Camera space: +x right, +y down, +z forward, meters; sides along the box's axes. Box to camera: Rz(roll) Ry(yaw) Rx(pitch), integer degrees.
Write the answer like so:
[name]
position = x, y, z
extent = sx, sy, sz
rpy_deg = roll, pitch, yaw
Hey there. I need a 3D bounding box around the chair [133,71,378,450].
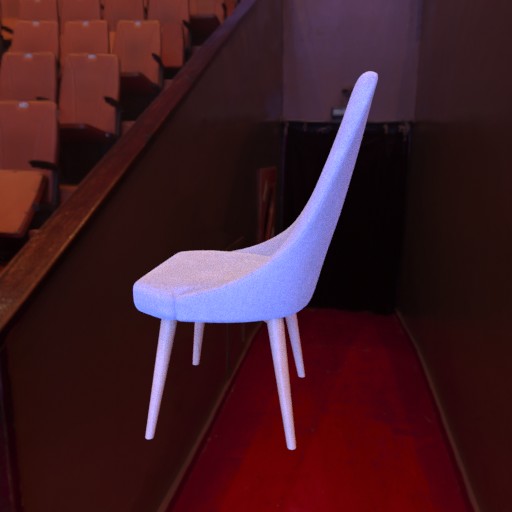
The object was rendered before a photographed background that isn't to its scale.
[chair]
position = 0.000, 0.000, 1.383
extent = 0.660, 1.040, 0.510
rpy_deg = 2, 14, 9
